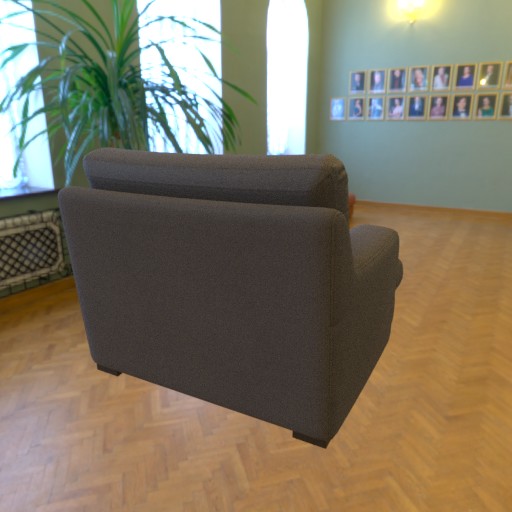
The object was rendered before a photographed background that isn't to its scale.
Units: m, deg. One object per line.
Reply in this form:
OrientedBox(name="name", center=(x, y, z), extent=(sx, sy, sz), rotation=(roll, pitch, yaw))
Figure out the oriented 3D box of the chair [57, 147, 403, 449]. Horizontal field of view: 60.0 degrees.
OrientedBox(name="chair", center=(0.000, 0.000, 1.959), extent=(1.168, 0.940, 1.143), rotation=(9, 18, 27))
